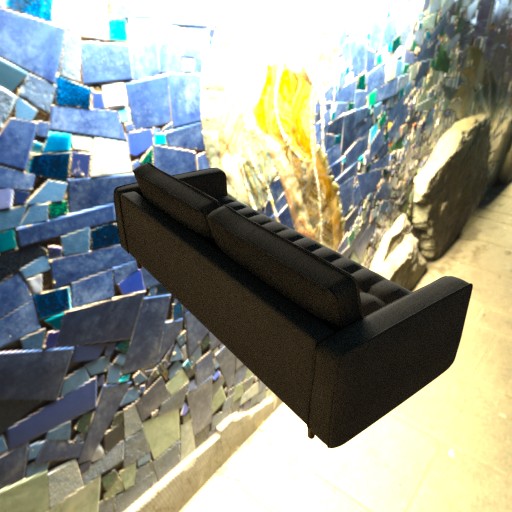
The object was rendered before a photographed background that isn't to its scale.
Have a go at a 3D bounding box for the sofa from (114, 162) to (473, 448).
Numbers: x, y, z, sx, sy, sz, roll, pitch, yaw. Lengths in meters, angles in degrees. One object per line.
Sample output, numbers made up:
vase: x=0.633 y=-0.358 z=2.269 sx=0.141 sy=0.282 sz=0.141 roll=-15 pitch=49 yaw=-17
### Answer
sofa: x=0.000 y=0.000 z=2.704 sx=0.923 sy=0.813 sz=2.295 roll=-19 pitch=34 yaw=-31
